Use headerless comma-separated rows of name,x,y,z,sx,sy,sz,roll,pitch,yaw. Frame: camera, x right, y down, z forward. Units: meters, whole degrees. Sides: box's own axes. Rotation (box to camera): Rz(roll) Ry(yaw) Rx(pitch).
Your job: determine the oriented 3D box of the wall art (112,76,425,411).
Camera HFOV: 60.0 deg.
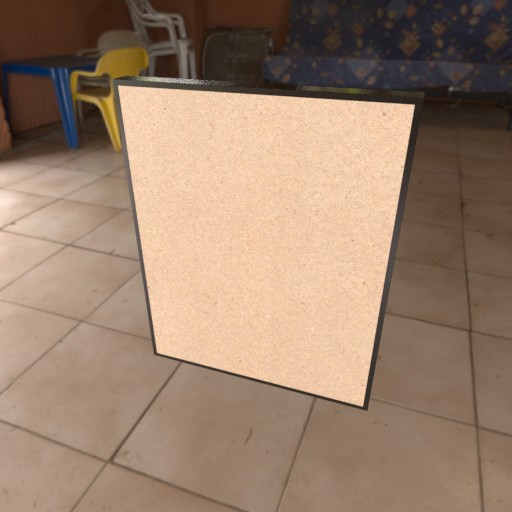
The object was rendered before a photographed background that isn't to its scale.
wall art,0.000,0.000,0.757,0.448,0.551,0.038,10,31,17
